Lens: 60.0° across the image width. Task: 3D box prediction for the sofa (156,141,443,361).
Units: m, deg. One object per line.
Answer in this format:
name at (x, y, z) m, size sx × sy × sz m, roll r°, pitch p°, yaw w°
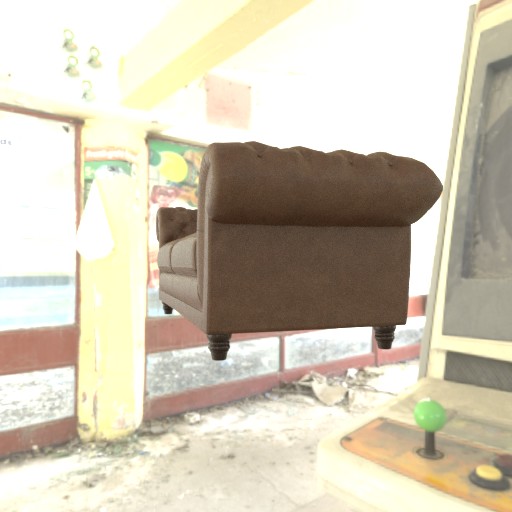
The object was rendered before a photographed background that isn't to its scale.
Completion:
sofa at (0.000, 0.000, 2.475) m, size 0.955 × 0.784 × 2.048 m, roll 0°, pitch -1°, yaw -18°
